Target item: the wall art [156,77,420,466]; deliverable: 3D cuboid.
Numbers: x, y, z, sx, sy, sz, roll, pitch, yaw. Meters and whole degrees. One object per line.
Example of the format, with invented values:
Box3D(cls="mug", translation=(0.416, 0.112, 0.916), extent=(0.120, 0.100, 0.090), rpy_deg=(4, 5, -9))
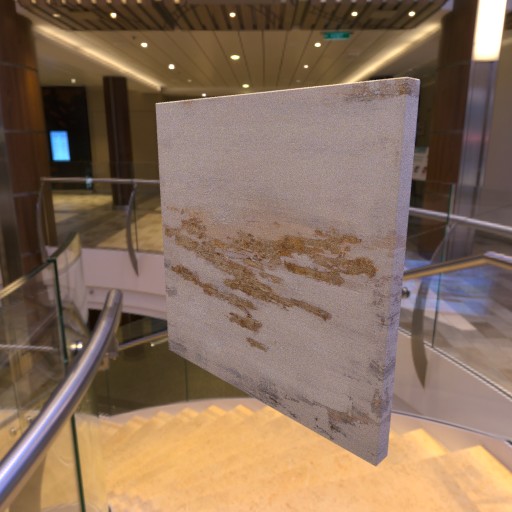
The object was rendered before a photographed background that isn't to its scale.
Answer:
Box3D(cls="wall art", translation=(0.000, 0.000, 0.890), extent=(0.040, 0.613, 0.611), rpy_deg=(-14, 20, -43))
